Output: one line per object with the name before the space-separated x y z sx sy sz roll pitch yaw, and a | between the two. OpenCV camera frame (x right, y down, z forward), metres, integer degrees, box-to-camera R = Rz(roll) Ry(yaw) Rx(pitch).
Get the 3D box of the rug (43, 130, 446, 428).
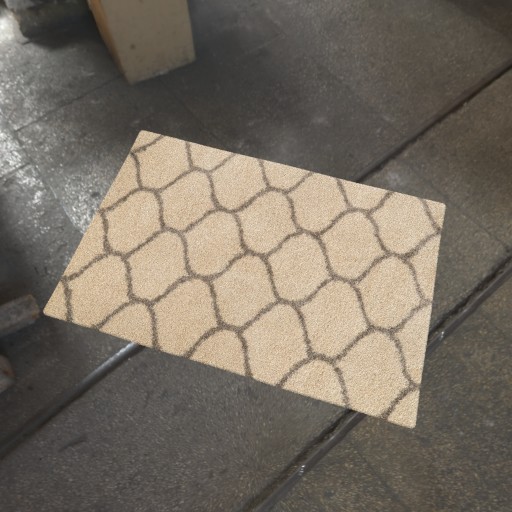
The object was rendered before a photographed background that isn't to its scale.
rug | 0.000 0.000 3.424 2.701 0.026 1.801 15 65 7
